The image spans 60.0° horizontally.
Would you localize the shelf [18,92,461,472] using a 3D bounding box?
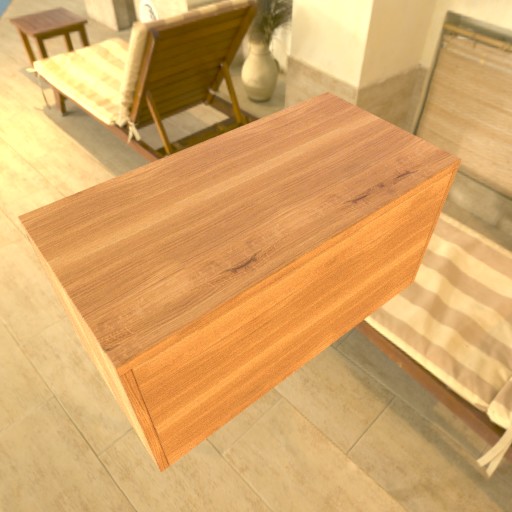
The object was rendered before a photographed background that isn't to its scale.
[{"bbox_3d":[0.000,0.000,1.018,0.800,0.400,0.400,-30,53,-26],"label":"shelf"}]
